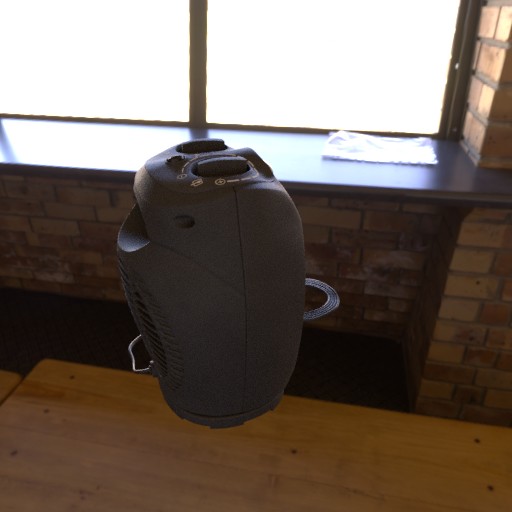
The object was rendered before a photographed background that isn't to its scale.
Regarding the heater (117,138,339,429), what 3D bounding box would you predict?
[{"bbox_3d":[0.000,0.000,0.474,0.291,0.255,0.239,-10,31,-17],"label":"heater"}]
